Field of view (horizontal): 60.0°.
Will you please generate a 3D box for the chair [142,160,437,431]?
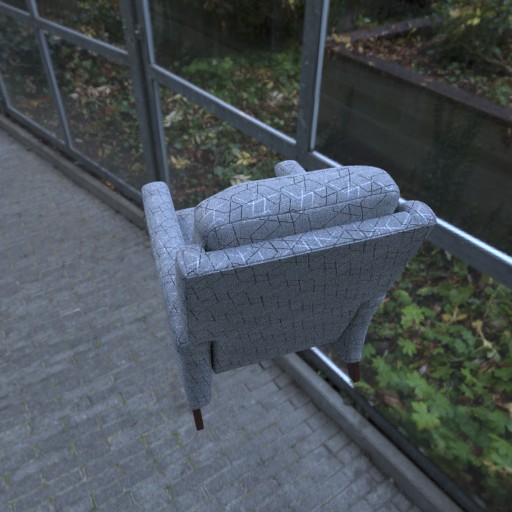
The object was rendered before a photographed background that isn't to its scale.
[{"bbox_3d":[0.000,0.000,1.696,0.753,1.048,0.987,-12,41,-14],"label":"chair"}]
